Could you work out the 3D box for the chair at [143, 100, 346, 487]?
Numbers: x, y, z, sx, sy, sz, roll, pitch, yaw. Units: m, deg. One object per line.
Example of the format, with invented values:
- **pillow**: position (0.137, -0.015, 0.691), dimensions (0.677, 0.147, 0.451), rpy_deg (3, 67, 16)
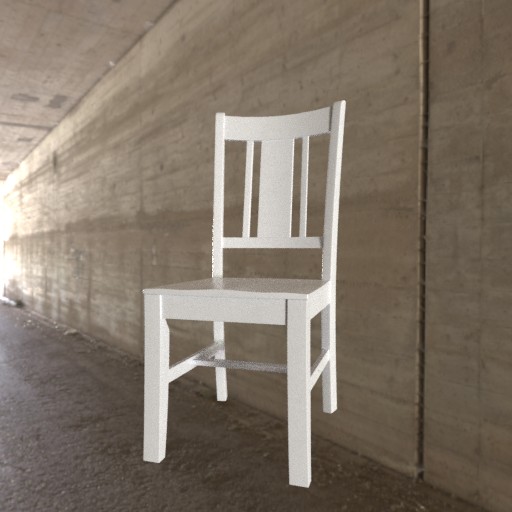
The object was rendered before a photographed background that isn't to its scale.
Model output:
- **chair**: position (0.000, 0.000, 1.272), dimensions (0.450, 0.998, 0.555), rpy_deg (0, 1, 17)
